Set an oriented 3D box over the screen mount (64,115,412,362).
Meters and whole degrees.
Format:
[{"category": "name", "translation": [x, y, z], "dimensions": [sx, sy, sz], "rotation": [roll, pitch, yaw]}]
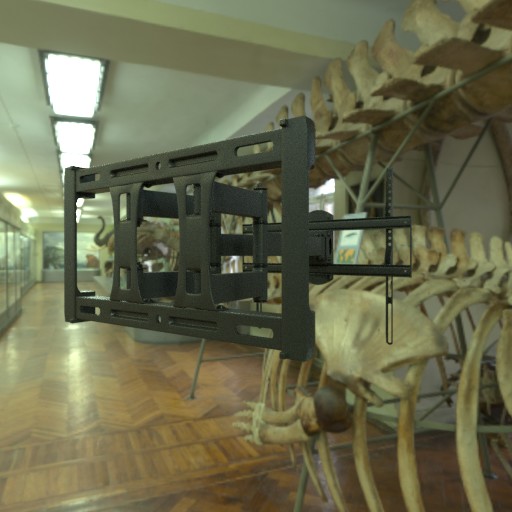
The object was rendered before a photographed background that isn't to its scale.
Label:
[{"category": "screen mount", "translation": [0.000, 0.000, 0.952], "dimensions": [0.571, 0.424, 0.556], "rotation": [0, 0, 37]}]
